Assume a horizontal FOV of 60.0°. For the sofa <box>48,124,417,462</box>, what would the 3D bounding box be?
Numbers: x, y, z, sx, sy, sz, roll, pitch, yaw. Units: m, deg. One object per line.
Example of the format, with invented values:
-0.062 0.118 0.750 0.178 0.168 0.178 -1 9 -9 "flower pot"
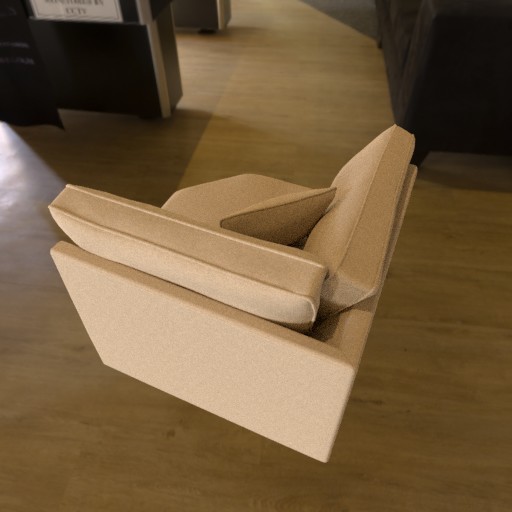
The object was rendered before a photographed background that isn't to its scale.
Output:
0.000 0.000 1.835 1.042 0.937 1.050 18 49 16 "sofa"
